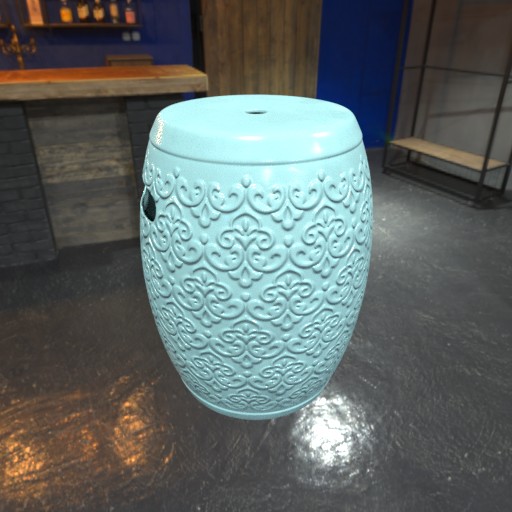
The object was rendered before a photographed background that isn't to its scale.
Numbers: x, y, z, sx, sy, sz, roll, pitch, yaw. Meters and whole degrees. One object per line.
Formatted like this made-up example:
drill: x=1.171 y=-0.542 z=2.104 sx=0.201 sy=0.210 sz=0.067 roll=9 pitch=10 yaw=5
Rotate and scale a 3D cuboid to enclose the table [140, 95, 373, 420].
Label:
table: x=0.000 y=0.000 z=0.622 sx=0.309 sy=0.397 sz=0.309 roll=0 pitch=29 yaw=0
